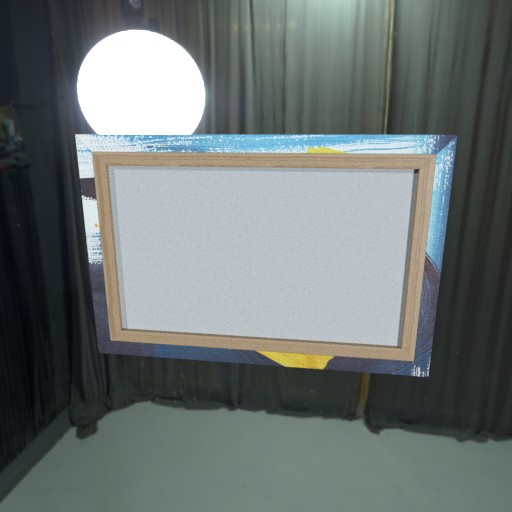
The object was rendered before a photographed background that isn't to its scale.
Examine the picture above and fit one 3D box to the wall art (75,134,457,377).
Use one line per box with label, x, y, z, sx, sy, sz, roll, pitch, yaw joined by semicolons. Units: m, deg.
wall art;0.000;0.000;1.154;0.914;0.610;0.039;2;16;8
